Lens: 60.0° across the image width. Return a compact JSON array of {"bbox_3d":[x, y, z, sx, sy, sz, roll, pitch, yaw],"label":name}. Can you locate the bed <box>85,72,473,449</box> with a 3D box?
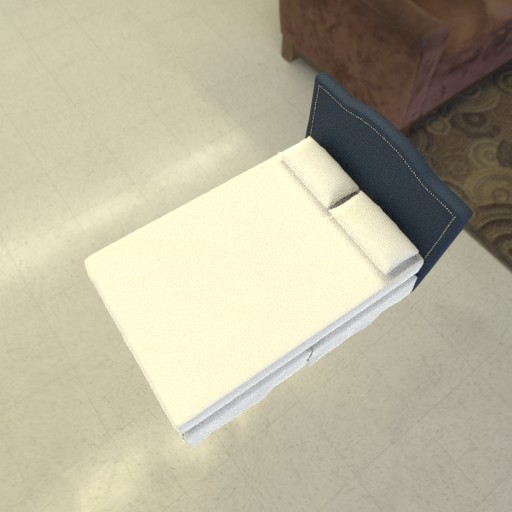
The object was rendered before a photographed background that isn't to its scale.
[{"bbox_3d":[0.000,0.000,3.579,2.507,1.441,1.741,-31,67,-15],"label":"bed"}]
